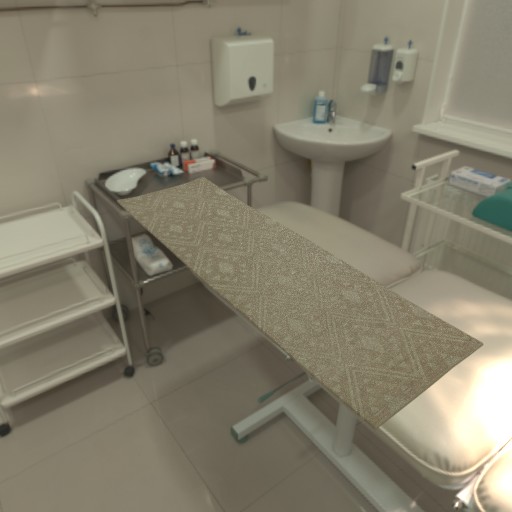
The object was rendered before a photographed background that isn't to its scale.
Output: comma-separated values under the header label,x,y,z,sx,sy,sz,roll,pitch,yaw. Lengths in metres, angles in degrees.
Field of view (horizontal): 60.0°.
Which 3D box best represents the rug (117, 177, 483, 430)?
label,x,y,z,sx,sy,sz,roll,pitch,yaw
rug,0.000,0.000,2.656,0.752,0.051,2.452,-22,38,-31
